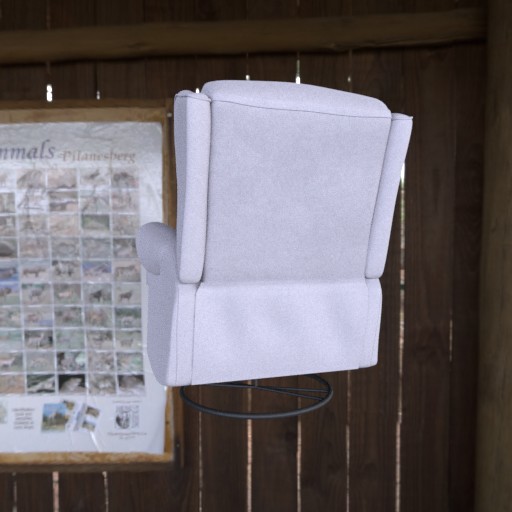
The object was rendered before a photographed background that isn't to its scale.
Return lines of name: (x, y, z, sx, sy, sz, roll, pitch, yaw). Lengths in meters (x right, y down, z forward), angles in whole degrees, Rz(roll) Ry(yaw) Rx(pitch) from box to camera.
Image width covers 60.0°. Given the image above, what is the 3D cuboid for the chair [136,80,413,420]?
chair: (0.000, 0.000, 1.661, 0.847, 1.011, 0.969, -1, 2, -18)
